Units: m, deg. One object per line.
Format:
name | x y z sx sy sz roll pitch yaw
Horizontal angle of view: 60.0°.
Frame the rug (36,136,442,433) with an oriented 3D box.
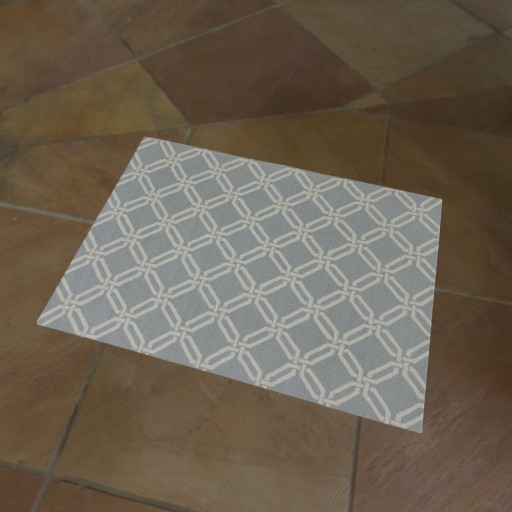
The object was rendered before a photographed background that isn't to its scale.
rug | 0.000 0.000 2.707 2.133 0.013 1.522 14 60 8
